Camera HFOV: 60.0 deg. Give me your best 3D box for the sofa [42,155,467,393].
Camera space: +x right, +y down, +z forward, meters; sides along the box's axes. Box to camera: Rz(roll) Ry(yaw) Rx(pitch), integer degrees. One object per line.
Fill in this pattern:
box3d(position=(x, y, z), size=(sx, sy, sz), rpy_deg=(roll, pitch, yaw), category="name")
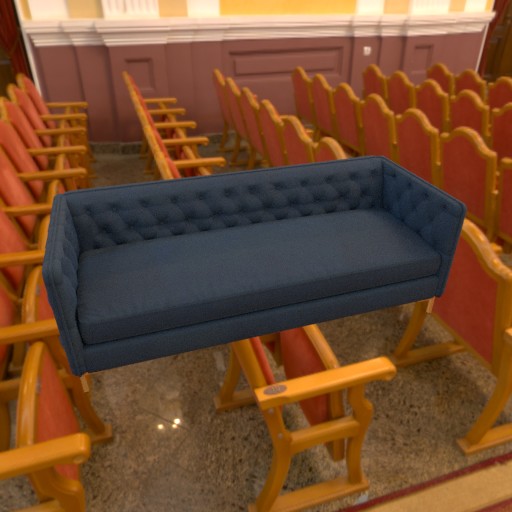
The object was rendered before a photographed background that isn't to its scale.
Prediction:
box3d(position=(0.000, 0.000, 2.670), size=(2.209, 0.771, 0.895), rpy_deg=(-10, 33, -15), category="sofa")
